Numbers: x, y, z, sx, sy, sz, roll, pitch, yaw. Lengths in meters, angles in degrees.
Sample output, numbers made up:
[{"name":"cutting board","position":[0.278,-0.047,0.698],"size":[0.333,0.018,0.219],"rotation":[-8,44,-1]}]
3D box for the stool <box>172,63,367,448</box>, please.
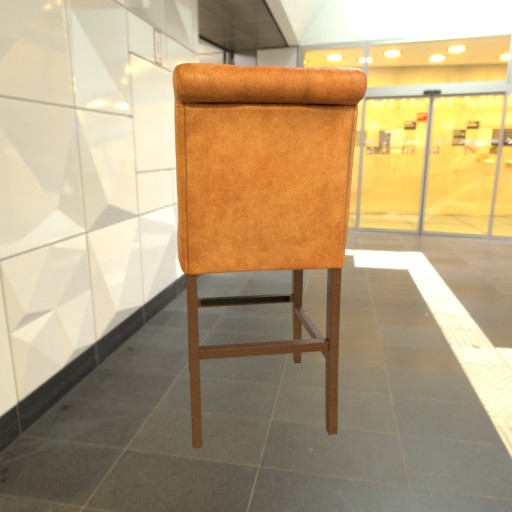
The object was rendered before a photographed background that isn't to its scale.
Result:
[{"name":"stool","position":[0.000,0.000,1.410],"size":[0.493,1.047,0.601],"rotation":[-2,14,-9]}]
